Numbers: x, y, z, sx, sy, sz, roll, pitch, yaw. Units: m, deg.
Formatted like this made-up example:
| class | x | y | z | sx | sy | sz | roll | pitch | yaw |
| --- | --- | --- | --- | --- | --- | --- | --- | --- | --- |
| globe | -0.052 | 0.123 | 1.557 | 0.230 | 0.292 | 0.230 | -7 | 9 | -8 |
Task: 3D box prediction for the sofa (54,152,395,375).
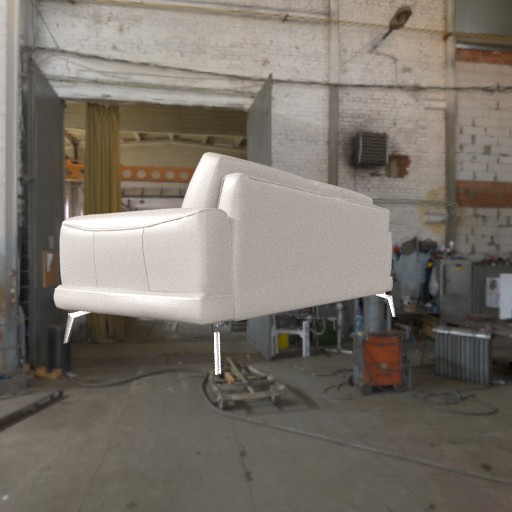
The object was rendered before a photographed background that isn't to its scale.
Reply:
| class | x | y | z | sx | sy | sz | roll | pitch | yaw |
| --- | --- | --- | --- | --- | --- | --- | --- | --- | --- |
| sofa | 0.000 | 0.000 | 2.841 | 1.121 | 0.930 | 2.177 | 0 | 0 | 36 |
